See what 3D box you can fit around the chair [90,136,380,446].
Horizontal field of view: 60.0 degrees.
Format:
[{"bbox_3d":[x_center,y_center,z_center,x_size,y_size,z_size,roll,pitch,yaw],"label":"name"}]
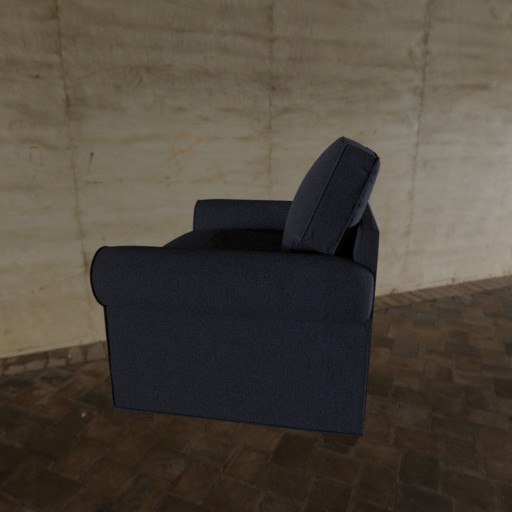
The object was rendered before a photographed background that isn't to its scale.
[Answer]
[{"bbox_3d":[0.000,0.000,1.998,0.963,1.044,1.285,3,16,10],"label":"chair"}]
